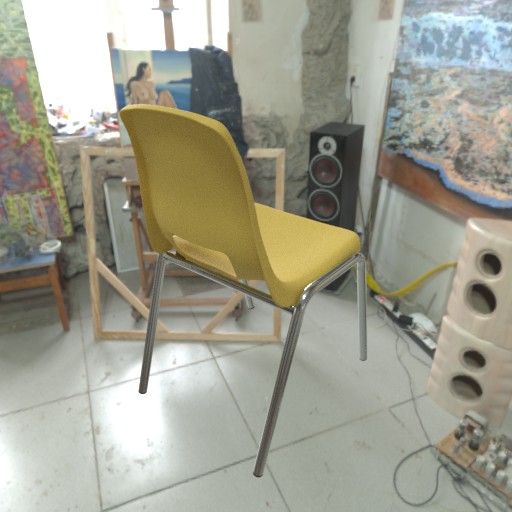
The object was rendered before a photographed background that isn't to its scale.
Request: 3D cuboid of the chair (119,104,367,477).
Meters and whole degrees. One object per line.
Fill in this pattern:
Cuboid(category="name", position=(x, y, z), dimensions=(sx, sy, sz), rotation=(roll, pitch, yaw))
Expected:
Cuboid(category="chair", position=(0.000, 0.000, 0.918), dimensions=(0.381, 0.653, 0.436), rotation=(21, 35, 33))
